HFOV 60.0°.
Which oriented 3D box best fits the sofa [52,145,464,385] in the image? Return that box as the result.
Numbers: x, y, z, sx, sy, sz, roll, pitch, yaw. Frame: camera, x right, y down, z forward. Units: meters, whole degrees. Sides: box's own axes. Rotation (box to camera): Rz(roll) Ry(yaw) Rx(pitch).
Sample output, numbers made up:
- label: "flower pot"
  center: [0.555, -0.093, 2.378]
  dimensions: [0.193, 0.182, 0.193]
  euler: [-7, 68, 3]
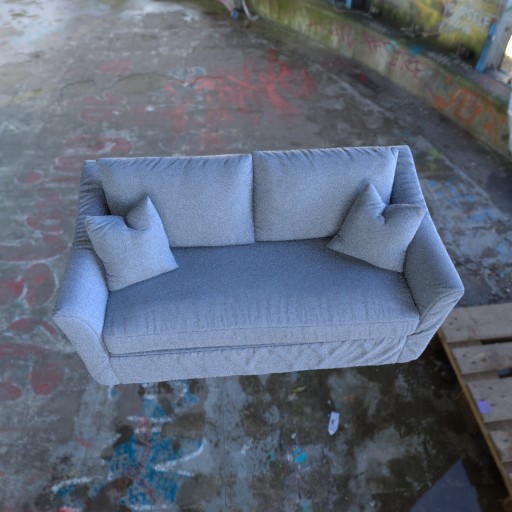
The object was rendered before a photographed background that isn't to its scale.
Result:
- label: "sofa"
  center: [0.000, 0.000, 2.607]
  dimensions: [2.010, 1.018, 1.072]
  euler: [-3, 47, -3]
